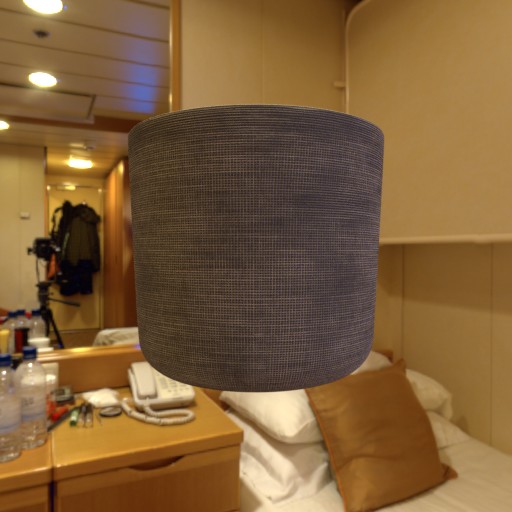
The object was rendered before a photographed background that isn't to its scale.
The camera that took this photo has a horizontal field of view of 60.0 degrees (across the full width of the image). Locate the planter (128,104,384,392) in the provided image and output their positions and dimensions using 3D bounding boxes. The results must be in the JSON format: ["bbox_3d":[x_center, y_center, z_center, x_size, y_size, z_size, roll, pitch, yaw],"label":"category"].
[{"bbox_3d":[0.000,0.000,0.794,0.440,0.398,0.440,0,1,0],"label":"planter"}]
